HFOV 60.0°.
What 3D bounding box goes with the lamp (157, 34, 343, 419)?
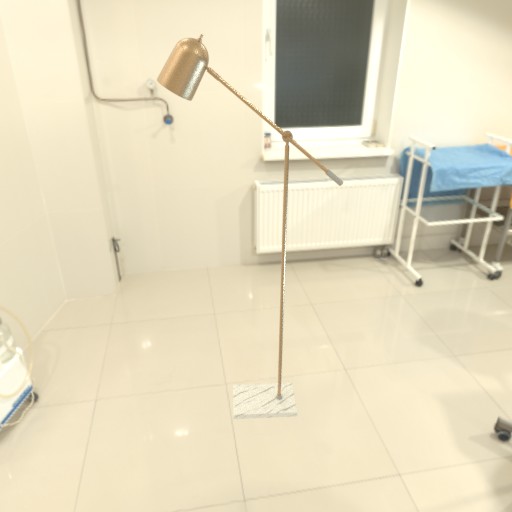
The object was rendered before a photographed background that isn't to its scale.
[{"bbox_3d":[0.000,0.000,1.779,0.653,1.594,0.194,-1,27,-3],"label":"lamp"}]
